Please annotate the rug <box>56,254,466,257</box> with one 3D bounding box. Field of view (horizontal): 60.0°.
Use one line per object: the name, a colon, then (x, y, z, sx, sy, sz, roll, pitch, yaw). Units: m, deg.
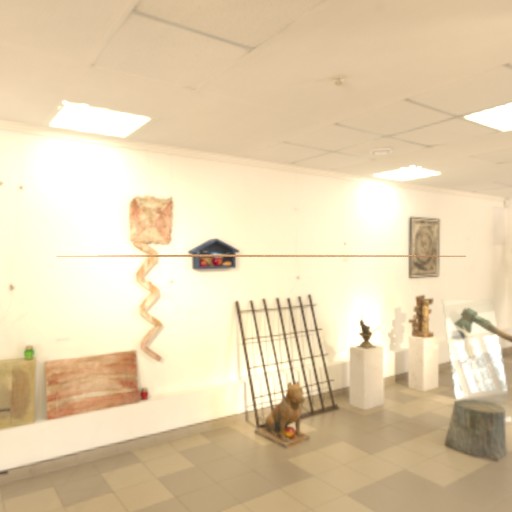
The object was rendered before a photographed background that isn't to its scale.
rug: (0.000, 0.000, 4.218, 3.048, 0.014, 2.438, 0, 0, -35)
